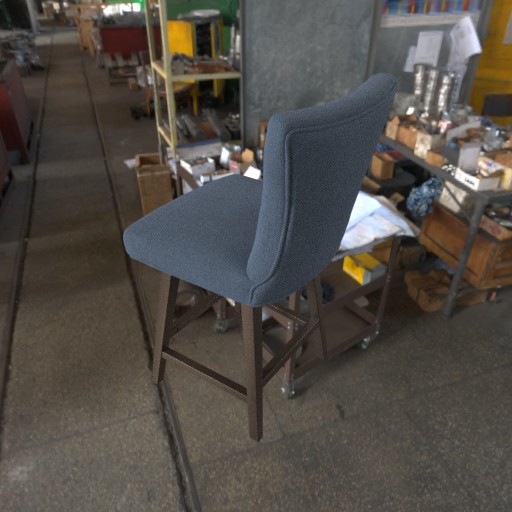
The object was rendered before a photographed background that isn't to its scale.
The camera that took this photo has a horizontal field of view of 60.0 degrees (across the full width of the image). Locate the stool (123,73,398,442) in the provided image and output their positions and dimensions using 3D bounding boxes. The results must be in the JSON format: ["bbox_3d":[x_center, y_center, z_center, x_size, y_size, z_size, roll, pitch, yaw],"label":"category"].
[{"bbox_3d":[0.000,0.000,1.313,0.574,1.000,0.514,22,39,30],"label":"stool"}]
